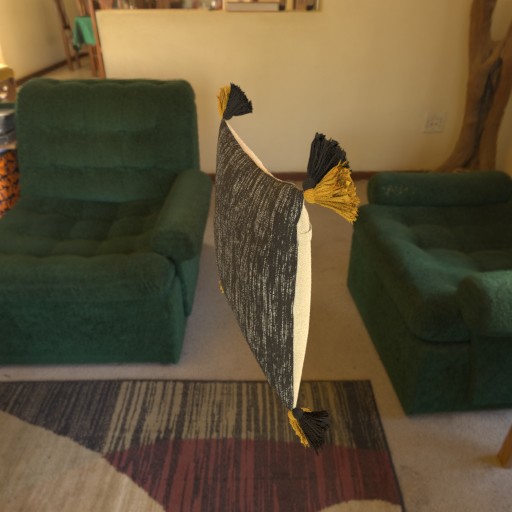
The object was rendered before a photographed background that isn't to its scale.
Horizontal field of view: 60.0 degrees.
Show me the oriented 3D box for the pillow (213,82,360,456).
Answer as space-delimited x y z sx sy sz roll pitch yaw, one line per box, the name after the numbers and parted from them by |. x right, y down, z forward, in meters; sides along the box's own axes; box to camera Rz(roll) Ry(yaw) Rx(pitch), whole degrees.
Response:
0.000 0.000 0.979 0.139 0.659 0.654 -10 33 -16 | pillow
